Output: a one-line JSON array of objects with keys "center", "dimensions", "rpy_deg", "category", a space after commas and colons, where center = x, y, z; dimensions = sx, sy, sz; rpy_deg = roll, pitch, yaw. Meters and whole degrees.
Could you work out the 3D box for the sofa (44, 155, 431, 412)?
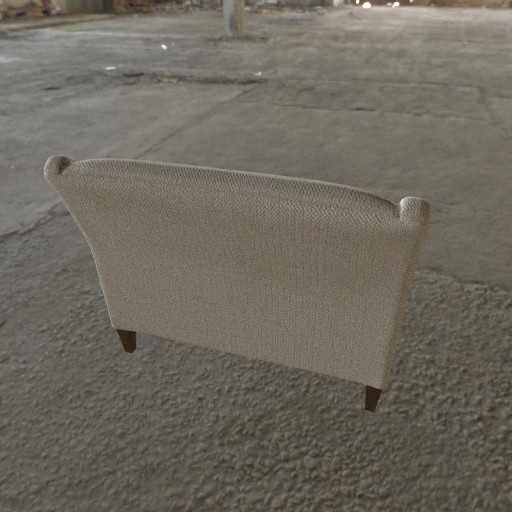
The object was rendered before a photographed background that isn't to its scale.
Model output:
[{"center": [0.000, 0.000, 1.900], "dimensions": [1.242, 1.022, 0.870], "rpy_deg": [9, 33, 15], "category": "sofa"}]
